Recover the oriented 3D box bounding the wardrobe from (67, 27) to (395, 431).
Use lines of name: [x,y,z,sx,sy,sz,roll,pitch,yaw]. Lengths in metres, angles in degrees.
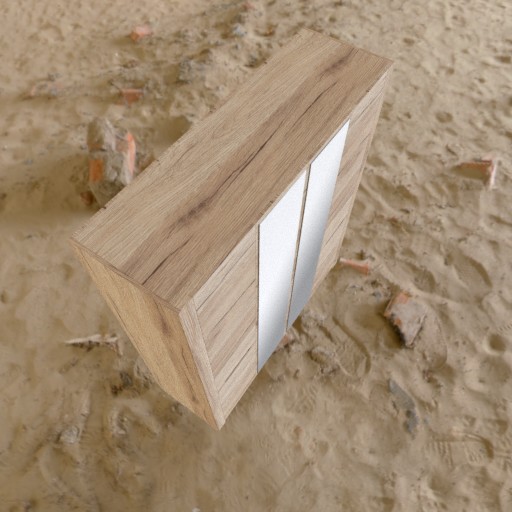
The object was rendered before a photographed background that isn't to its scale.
wardrobe: [0.000,0.000,2.942,0.580,2.070,1.810,30,62,18]
